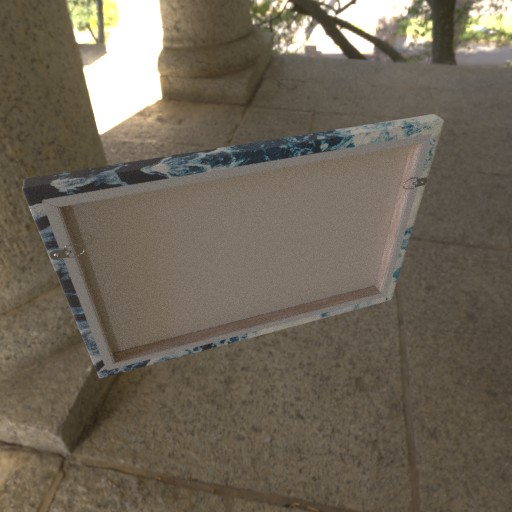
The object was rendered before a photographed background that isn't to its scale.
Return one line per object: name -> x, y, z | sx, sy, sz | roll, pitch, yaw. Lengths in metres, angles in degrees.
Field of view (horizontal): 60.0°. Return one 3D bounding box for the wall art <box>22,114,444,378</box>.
wall art -> 0.000, 0.000, 1.131 | 0.915, 0.610, 0.042 | -13, 43, -14
